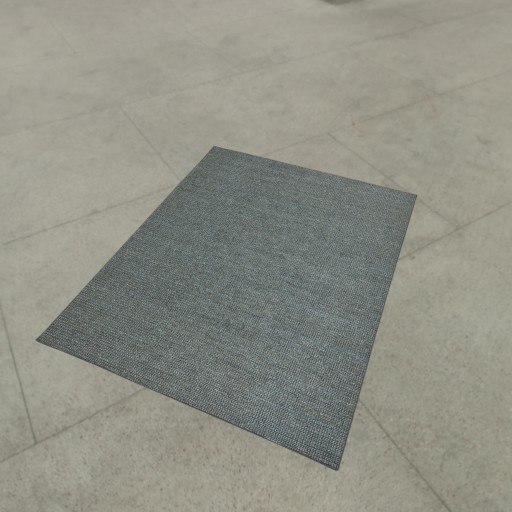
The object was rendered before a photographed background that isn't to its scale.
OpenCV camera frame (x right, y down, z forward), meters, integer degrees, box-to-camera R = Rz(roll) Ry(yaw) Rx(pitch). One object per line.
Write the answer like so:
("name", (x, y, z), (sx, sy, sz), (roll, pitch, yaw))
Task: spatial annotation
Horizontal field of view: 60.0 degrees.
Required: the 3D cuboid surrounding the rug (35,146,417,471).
("rug", (0.000, 0.000, 4.113), (2.456, 0.021, 3.068), (17, 48, 16))
